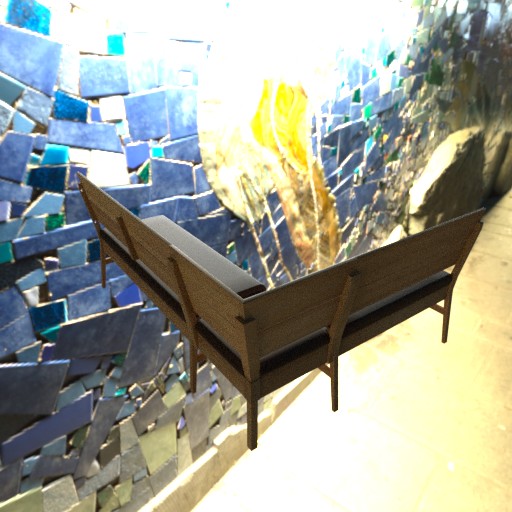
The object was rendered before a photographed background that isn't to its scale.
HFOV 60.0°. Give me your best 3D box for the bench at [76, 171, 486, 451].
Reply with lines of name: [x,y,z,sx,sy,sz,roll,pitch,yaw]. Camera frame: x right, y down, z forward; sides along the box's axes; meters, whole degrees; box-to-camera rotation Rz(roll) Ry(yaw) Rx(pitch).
bench: [0.000,0.000,2.805,1.549,0.890,1.975,-19,32,-32]
